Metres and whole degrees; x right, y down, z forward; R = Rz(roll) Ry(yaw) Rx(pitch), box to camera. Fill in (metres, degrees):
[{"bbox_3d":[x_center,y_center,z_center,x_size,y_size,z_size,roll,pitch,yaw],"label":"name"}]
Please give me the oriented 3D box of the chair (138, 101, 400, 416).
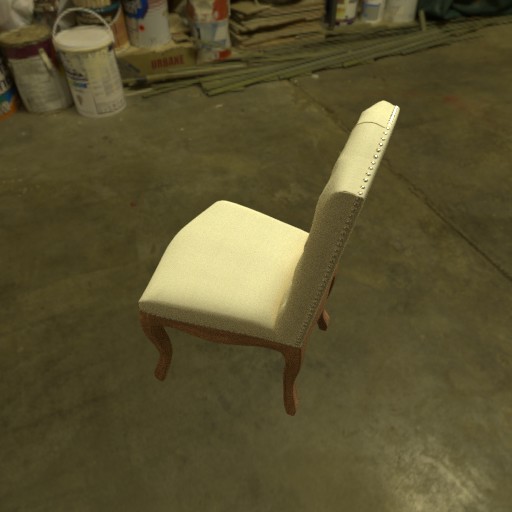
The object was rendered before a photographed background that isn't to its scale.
[{"bbox_3d":[0.000,0.000,1.578,0.715,1.165,0.623,17,47,16],"label":"chair"}]
